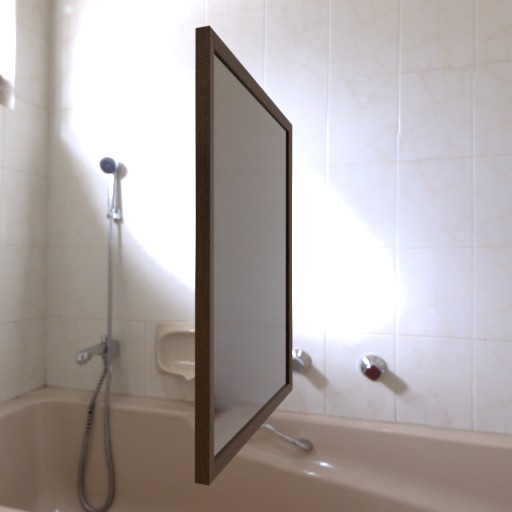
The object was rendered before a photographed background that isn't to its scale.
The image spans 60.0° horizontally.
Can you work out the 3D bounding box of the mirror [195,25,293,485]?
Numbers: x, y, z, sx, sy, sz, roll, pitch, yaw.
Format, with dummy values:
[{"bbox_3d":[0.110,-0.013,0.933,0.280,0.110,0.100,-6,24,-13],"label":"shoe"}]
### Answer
[{"bbox_3d":[0.000,0.000,1.345,0.040,1.016,0.762,0,-1,19],"label":"mirror"}]
